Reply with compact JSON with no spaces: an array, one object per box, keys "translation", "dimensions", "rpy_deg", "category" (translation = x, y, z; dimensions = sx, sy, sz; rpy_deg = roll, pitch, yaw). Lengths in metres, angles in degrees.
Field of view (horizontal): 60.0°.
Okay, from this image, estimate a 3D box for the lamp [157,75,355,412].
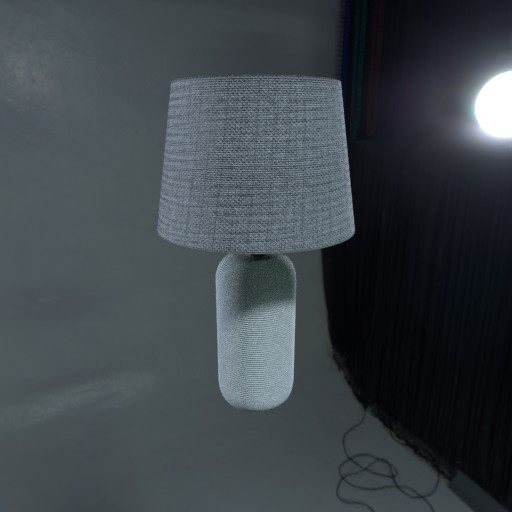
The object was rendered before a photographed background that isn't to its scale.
[{"translation":[0.000,0.000,0.588],"dimensions":[0.251,0.429,0.251],"rpy_deg":[0,17,0],"category":"lamp"}]
